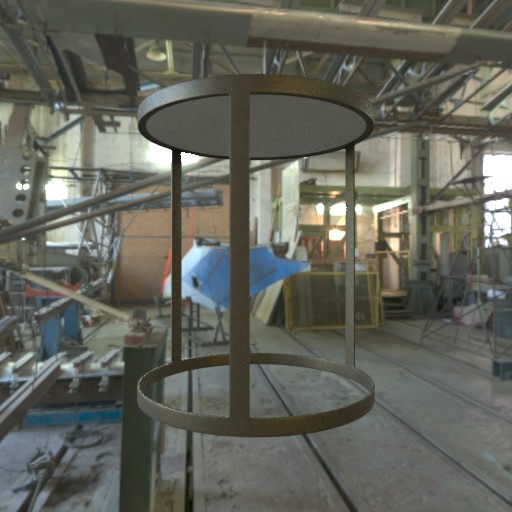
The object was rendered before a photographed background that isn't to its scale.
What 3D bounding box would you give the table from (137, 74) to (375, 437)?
[{"bbox_3d":[0.000,0.000,0.928,0.480,0.565,0.480,0,0,0],"label":"table"}]
